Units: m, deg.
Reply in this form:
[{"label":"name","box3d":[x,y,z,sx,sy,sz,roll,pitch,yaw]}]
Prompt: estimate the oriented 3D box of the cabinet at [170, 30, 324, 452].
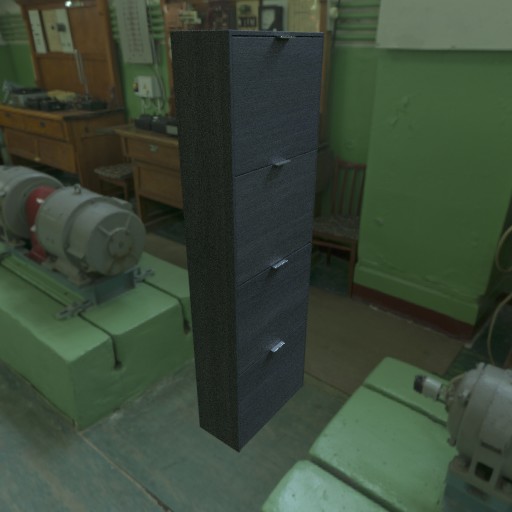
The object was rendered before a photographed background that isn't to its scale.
[{"label":"cabinet","box3d":[0.000,0.000,1.805,0.255,1.630,0.520,19,32,33]}]
